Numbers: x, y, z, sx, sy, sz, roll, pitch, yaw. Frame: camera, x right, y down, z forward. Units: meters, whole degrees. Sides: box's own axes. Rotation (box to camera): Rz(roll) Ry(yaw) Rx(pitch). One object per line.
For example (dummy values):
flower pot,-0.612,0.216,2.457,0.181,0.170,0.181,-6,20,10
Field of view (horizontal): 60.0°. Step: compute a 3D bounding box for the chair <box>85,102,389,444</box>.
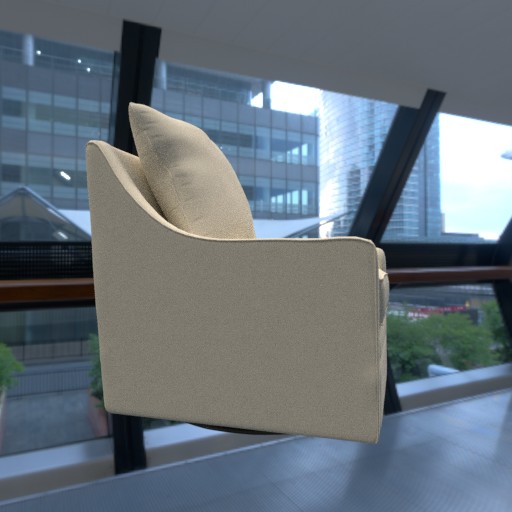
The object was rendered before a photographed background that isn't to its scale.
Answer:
chair,0.000,0.000,1.540,0.876,0.965,0.756,0,-1,18
